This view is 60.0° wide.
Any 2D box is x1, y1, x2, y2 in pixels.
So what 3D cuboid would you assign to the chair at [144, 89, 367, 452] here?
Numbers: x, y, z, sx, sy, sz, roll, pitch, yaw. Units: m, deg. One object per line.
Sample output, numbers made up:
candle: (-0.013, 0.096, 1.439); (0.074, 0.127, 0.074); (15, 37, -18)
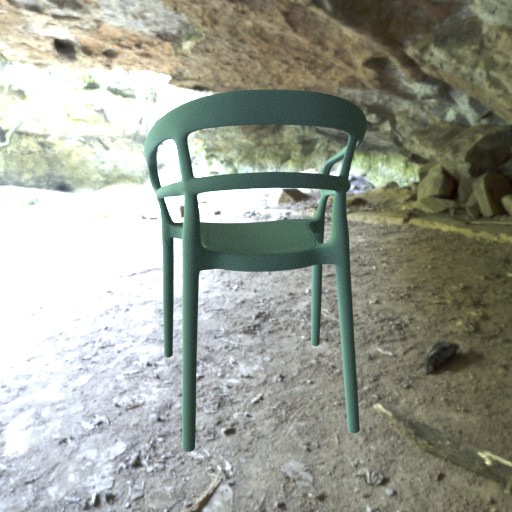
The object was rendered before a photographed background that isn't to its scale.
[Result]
chair: (0.000, 0.000, 1.163); (0.559, 0.761, 0.527); (-2, 14, -10)
